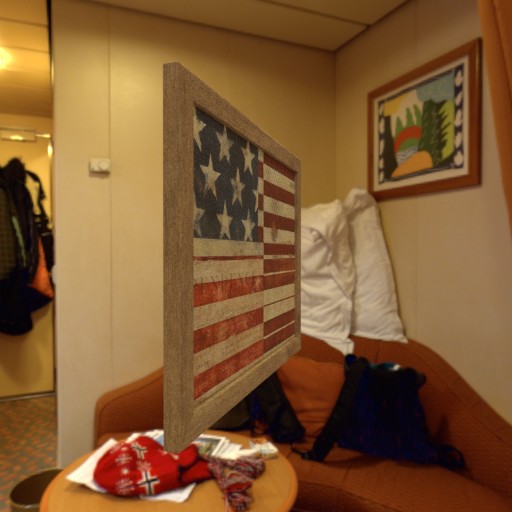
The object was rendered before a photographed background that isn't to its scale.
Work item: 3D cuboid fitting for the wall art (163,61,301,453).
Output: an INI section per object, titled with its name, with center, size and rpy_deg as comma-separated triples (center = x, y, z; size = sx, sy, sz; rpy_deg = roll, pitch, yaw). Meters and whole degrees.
[wall art]
center = 0.000, 0.000, 0.932
size = 0.026, 0.535, 0.690
rpy_deg = 0, 1, 20
